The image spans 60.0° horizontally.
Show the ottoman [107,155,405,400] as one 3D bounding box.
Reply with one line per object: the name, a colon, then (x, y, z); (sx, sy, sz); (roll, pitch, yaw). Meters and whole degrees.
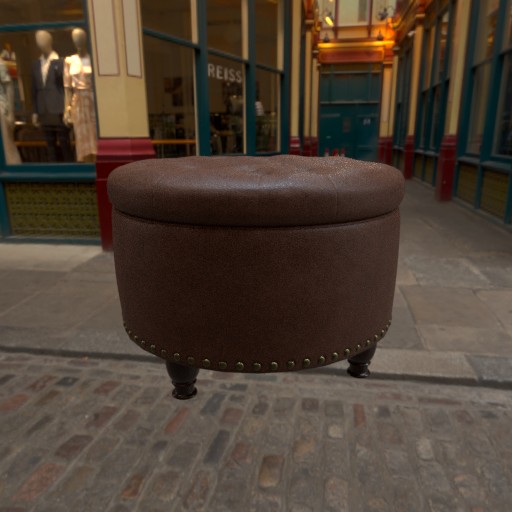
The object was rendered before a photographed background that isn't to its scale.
ottoman: (0.000, 0.000, 1.042); (0.637, 0.442, 0.637); (0, 16, 0)
